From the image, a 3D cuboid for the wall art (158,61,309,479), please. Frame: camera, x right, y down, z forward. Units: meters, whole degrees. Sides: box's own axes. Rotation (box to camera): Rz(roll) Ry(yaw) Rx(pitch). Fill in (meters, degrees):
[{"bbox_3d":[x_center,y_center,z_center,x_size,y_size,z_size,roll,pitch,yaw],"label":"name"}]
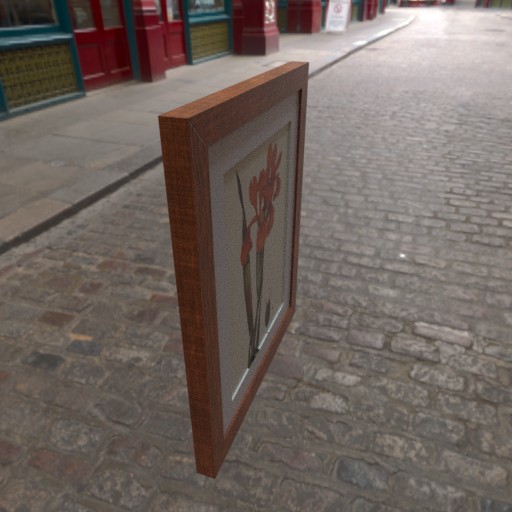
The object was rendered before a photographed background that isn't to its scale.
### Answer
[{"bbox_3d":[0.000,0.000,0.763,0.033,0.567,0.467,11,32,17],"label":"wall art"}]
